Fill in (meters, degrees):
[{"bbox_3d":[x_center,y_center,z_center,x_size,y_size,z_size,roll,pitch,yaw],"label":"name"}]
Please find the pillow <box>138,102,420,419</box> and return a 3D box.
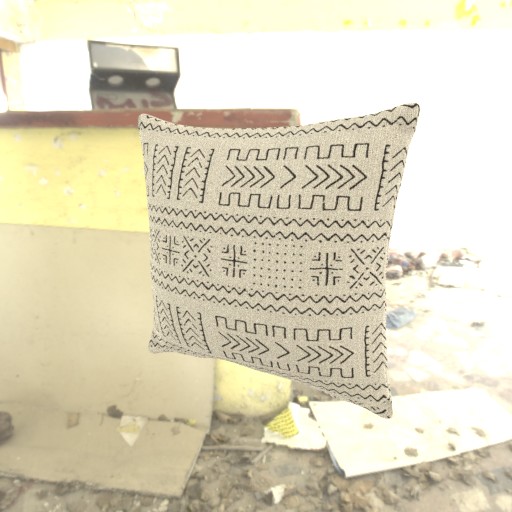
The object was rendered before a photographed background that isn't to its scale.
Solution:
[{"bbox_3d":[0.000,0.000,0.674,0.438,0.430,0.164,7,17,26],"label":"pillow"}]
